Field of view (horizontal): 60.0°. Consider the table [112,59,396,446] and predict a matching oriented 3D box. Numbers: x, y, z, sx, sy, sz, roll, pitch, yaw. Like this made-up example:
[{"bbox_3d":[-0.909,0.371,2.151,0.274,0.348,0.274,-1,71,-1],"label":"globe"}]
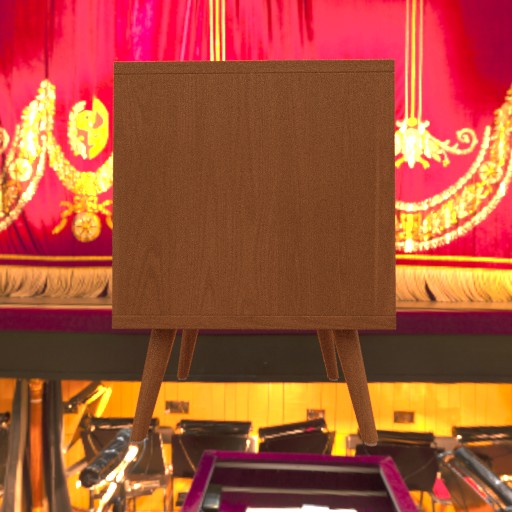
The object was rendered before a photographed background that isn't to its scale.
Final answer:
[{"bbox_3d":[0.000,0.000,0.824,0.400,0.550,0.400,0,-1,1],"label":"table"}]
